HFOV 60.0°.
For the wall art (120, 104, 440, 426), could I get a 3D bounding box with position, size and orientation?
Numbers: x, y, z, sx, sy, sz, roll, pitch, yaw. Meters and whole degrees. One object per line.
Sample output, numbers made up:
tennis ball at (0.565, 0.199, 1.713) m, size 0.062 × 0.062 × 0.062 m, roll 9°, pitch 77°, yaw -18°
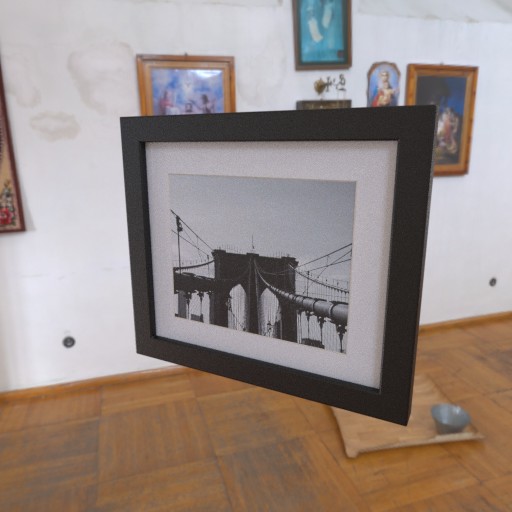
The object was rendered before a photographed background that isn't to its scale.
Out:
wall art at (0.000, 0.000, 0.535) m, size 0.380 × 0.330 × 0.028 m, roll 7°, pitch 16°, yaw 27°
